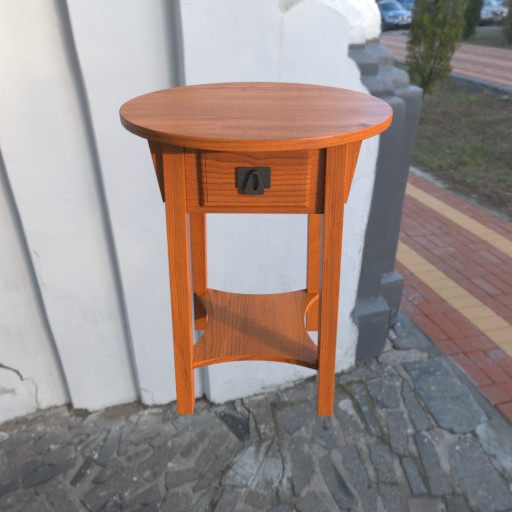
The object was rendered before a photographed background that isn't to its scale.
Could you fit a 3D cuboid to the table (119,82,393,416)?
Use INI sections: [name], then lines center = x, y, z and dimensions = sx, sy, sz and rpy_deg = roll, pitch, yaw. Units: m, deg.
[table]
center = 0.000, 0.000, 0.918
dimensions = 0.457, 0.610, 0.457
rpy_deg = 0, 30, 0
